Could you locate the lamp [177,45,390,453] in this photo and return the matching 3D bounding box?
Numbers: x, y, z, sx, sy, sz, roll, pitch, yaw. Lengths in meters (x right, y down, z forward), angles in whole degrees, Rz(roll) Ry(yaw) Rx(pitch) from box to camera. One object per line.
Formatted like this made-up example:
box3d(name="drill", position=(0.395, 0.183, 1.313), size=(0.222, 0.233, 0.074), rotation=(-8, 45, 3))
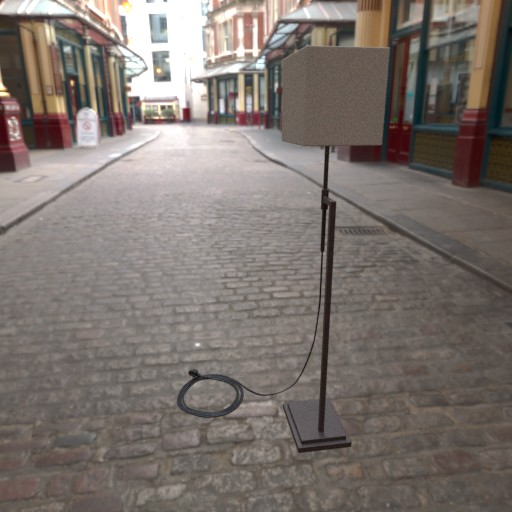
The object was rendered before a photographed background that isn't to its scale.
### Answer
box3d(name="lamp", position=(0.000, 0.000, 1.953), size=(0.774, 1.600, 0.698), rotation=(-3, 18, -9))
